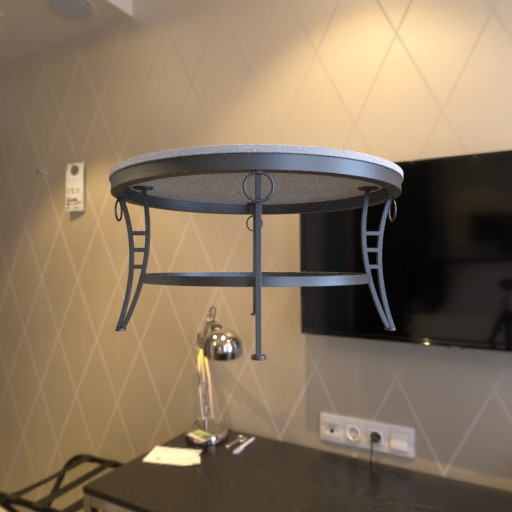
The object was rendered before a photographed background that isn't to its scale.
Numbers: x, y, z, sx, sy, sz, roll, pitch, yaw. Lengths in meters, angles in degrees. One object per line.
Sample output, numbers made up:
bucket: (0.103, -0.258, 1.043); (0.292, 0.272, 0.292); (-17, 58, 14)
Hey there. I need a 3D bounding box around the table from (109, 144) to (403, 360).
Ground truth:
table: (0.000, 0.000, 1.405); (0.889, 0.470, 0.889); (0, -1, 0)
